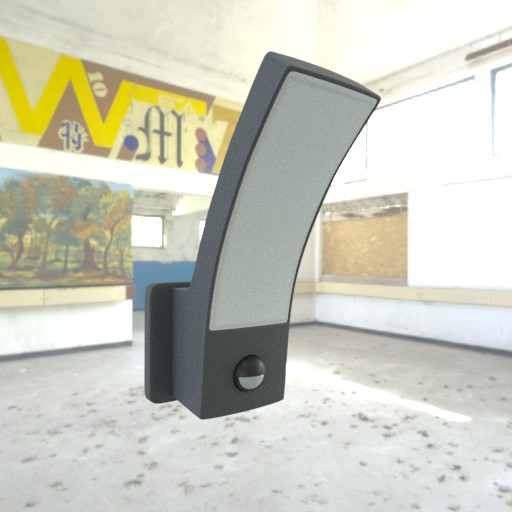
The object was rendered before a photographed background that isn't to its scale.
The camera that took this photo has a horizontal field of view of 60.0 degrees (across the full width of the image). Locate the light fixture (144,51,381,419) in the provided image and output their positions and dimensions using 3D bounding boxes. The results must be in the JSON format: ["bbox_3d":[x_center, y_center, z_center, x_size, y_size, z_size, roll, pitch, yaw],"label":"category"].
[{"bbox_3d":[0.000,0.000,0.335,0.108,0.243,0.174,0,-1,-37],"label":"light fixture"}]
